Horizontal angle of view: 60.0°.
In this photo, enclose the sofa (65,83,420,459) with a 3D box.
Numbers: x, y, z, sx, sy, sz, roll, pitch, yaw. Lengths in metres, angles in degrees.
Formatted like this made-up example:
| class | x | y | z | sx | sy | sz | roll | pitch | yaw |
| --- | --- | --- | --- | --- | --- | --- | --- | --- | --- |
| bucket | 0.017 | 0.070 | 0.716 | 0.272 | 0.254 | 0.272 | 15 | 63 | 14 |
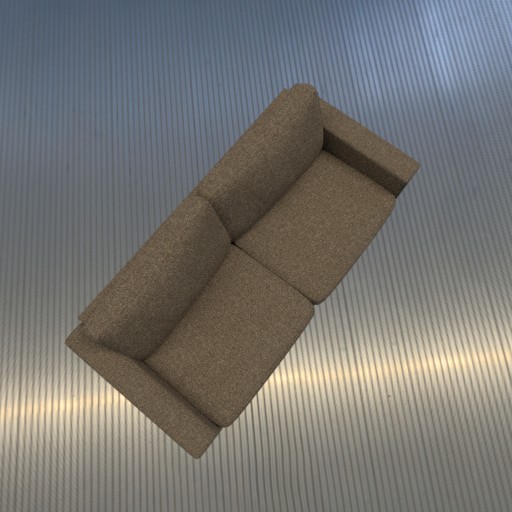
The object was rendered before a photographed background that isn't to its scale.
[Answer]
| class | x | y | z | sx | sy | sz | roll | pitch | yaw |
| --- | --- | --- | --- | --- | --- | --- | --- | --- | --- |
| sofa | 0.000 | 0.000 | 2.731 | 1.016 | 0.873 | 2.179 | 37 | 77 | 10 |
